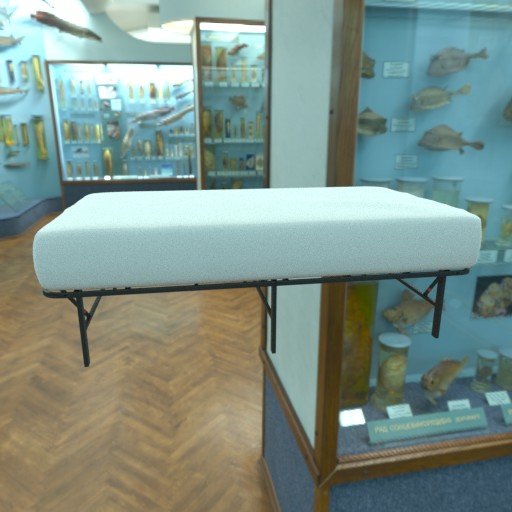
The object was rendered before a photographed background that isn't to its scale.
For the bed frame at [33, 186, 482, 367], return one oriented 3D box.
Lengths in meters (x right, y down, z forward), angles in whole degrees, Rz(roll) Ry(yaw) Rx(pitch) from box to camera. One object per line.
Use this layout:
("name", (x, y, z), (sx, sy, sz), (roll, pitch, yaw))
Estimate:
("bed frame", (0.000, 0.000, 2.357), (1.908, 0.640, 1.025), (-3, 17, -9))
